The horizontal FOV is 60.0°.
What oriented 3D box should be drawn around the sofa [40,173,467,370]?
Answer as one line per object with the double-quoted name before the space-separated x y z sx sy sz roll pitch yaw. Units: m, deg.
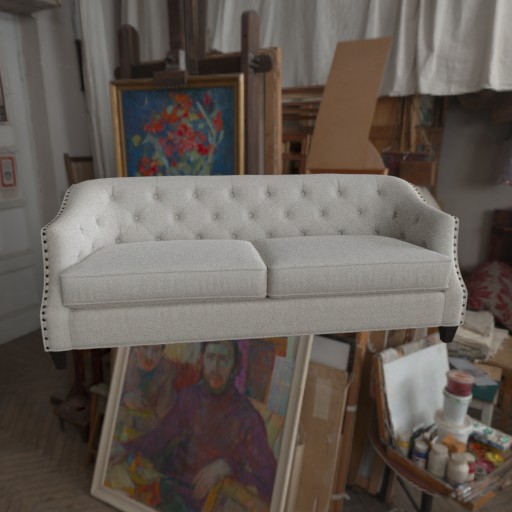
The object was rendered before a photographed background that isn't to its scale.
"sofa" 0.000 0.000 2.663 2.235 0.901 0.914 -2 15 -8
